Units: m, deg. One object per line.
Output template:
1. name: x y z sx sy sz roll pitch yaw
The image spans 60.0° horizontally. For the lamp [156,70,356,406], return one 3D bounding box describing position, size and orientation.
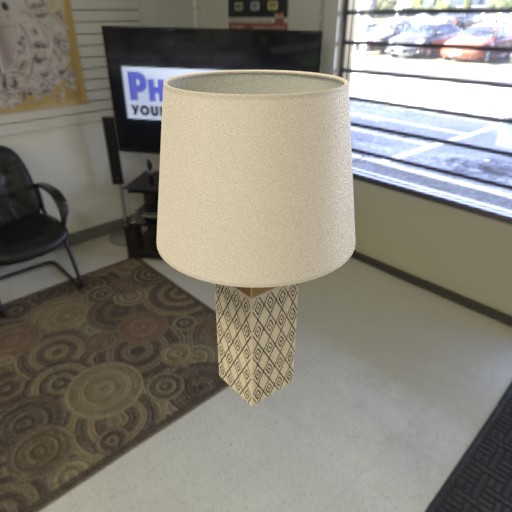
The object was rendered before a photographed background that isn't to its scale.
1. lamp: 0.000 0.000 0.585 0.251 0.435 0.251 0 29 0
